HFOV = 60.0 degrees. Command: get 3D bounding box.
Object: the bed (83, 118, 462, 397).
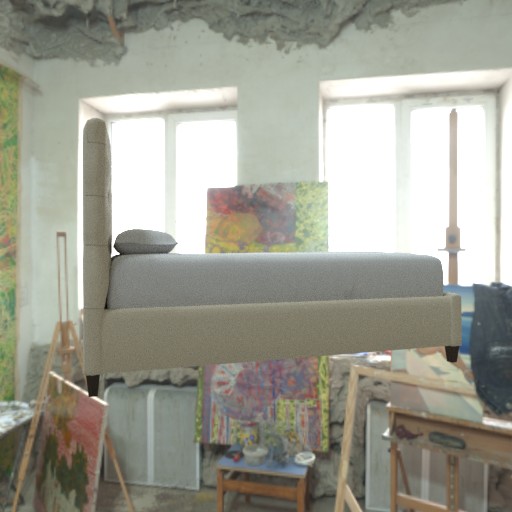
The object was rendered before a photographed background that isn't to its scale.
[{"bbox_3d":[0.000,0.000,3.397,2.387,1.427,1.698,0,0,-18],"label":"bed"}]
